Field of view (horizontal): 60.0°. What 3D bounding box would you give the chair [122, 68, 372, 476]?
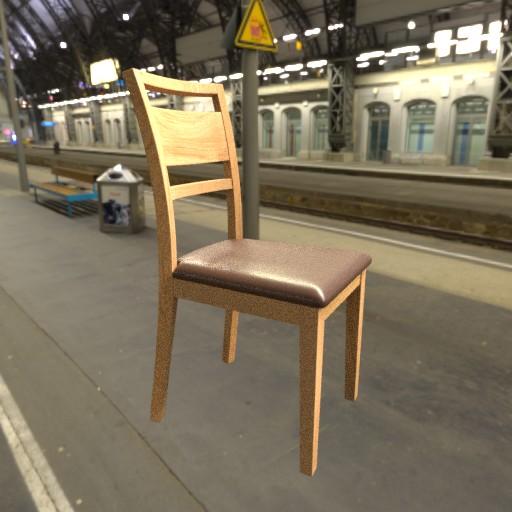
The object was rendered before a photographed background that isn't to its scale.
[{"bbox_3d":[0.000,0.000,1.216,0.545,0.940,0.420,8,17,27],"label":"chair"}]
